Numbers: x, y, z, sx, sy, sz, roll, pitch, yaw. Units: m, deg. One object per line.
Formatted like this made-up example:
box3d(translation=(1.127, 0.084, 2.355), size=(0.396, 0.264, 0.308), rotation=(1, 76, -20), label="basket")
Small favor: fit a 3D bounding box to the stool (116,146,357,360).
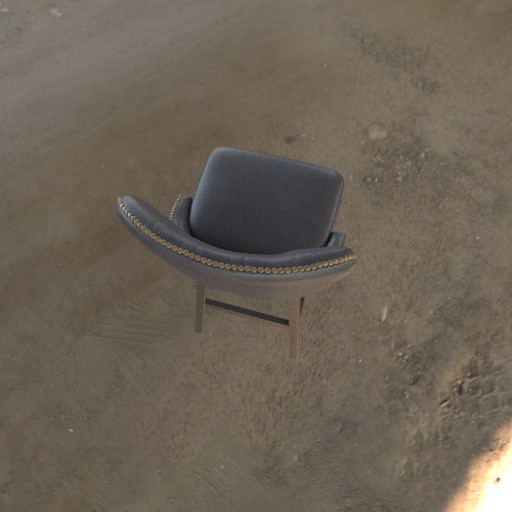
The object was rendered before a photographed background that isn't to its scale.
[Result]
box3d(translation=(0.000, 0.000, 1.430), size=(0.528, 1.050, 0.601), rotation=(14, 65, 7), label="stool")
